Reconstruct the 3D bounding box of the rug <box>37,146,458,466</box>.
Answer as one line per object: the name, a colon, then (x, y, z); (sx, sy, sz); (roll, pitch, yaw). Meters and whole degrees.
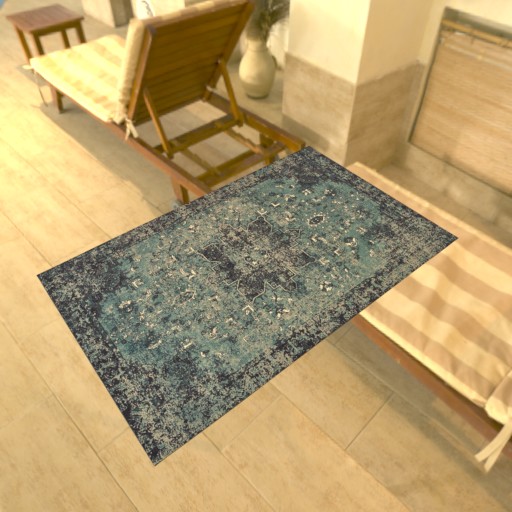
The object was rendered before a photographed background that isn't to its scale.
rug: (0.000, 0.000, 2.999); (2.440, 0.007, 1.525); (-30, 53, -26)
